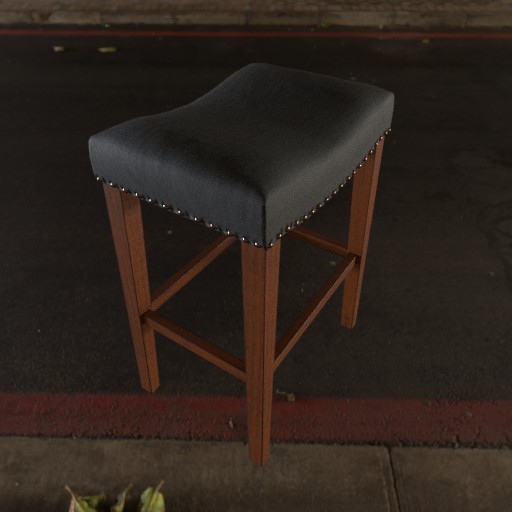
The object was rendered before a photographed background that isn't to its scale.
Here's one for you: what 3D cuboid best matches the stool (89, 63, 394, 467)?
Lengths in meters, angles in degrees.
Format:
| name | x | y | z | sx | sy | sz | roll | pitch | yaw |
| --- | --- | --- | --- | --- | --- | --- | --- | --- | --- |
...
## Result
| name | x | y | z | sx | sy | sz | roll | pitch | yaw |
| --- | --- | --- | --- | --- | --- | --- | --- | --- | --- |
| stool | 0.000 | 0.000 | 0.867 | 0.320 | 0.612 | 0.439 | 23 | 45 | 25 |
